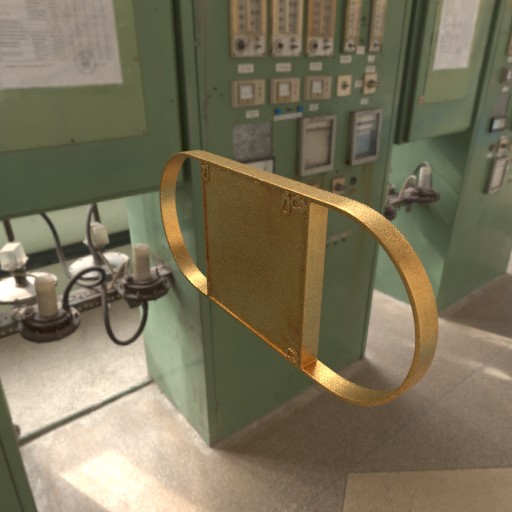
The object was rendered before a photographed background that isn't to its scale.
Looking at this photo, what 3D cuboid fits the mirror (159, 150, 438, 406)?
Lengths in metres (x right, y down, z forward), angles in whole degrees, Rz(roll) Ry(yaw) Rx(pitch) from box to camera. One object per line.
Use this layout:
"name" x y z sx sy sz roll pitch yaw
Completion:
"mirror" 0.000 0.000 0.663 0.032 0.254 0.584 -18 30 -33
